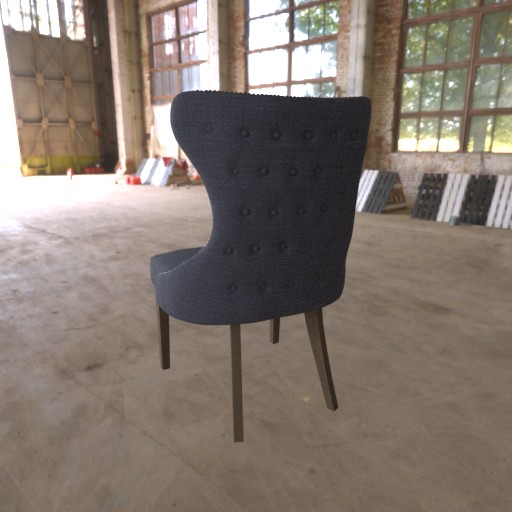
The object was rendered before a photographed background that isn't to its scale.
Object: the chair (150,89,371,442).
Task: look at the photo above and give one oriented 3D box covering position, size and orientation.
[{"bbox_3d":[0.000,0.000,1.444,0.628,0.967,0.635,-7,16,-26],"label":"chair"}]
